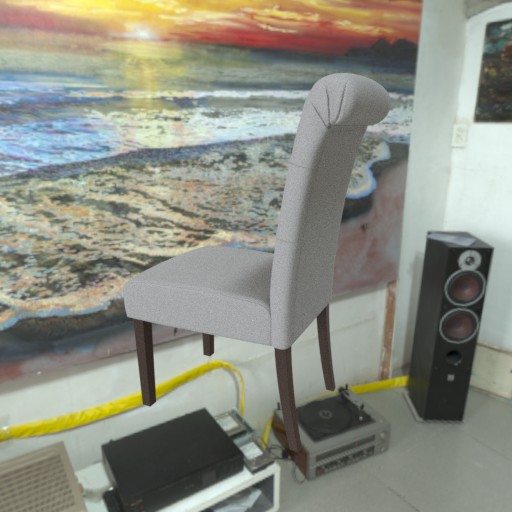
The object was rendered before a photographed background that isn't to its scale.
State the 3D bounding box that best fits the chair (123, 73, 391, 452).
[{"bbox_3d":[0.000,0.000,1.363,0.671,1.006,0.456,8,18,25],"label":"chair"}]
